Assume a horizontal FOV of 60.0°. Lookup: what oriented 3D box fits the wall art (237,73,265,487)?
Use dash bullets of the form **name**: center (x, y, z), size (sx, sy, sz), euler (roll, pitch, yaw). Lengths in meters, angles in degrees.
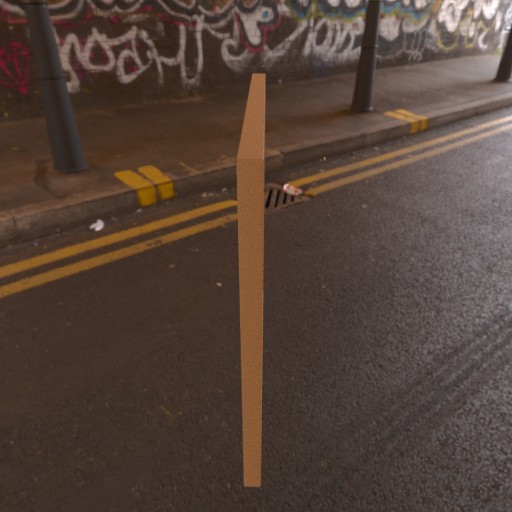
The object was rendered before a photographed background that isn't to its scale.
- **wall art**: center (0.000, 0.000, 1.134), size (0.037, 0.761, 0.761), euler (1, 31, 1)
